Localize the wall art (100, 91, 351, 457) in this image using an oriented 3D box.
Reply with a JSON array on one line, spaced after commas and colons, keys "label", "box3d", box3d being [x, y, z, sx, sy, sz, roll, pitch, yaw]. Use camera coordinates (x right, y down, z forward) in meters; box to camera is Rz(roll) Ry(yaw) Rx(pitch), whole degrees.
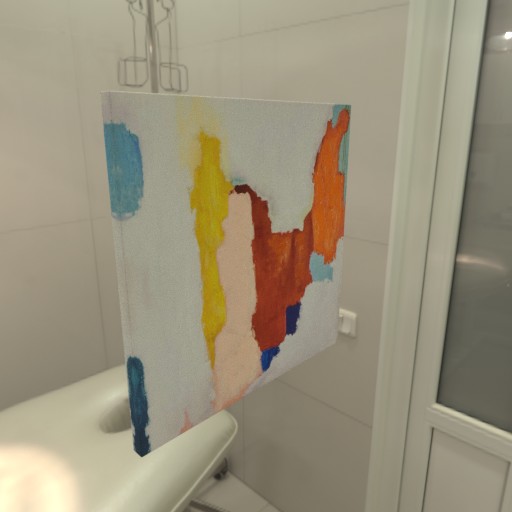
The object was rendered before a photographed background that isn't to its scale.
[{"label": "wall art", "box3d": [0.000, 0.000, 1.223, 0.037, 0.814, 0.814, 15, 22, 42]}]
